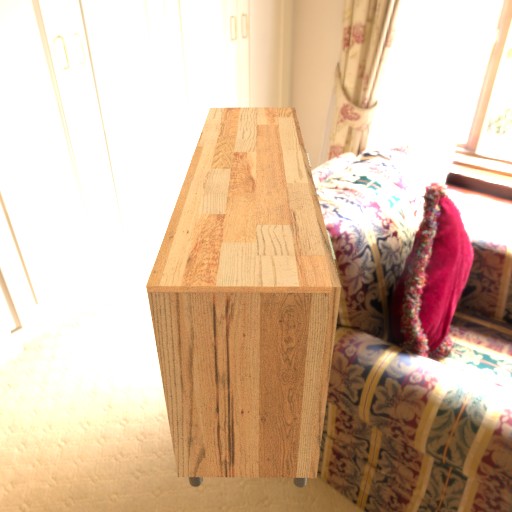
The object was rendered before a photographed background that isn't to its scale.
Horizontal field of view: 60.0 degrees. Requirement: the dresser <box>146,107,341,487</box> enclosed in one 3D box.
[{"bbox_3d":[0.000,0.000,1.873,0.487,0.834,1.547,0,33,0],"label":"dresser"}]
